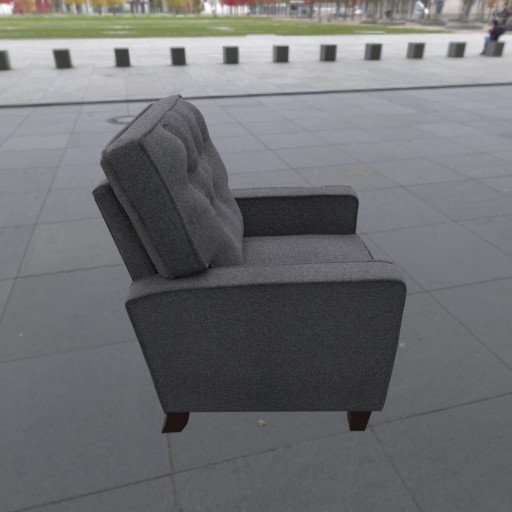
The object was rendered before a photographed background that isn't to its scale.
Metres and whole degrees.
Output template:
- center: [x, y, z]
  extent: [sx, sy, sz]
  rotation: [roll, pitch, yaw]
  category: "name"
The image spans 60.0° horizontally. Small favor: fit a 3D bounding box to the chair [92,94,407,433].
- center: [0.000, 0.000, 1.375]
  extent: [0.775, 0.889, 0.650]
  rotation: [0, 29, 0]
  category: "chair"
